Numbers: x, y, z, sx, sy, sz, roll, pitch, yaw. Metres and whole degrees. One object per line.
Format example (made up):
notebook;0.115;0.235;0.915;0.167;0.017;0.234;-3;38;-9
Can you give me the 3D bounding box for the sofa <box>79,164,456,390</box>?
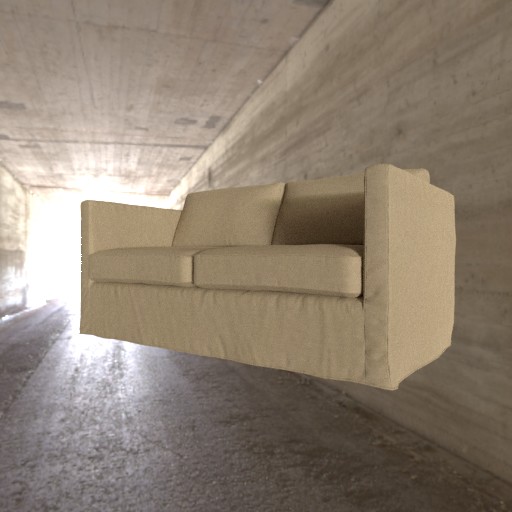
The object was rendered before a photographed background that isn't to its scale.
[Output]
sofa;0.000;0.000;2.243;1.719;0.835;0.962;0;0;36
